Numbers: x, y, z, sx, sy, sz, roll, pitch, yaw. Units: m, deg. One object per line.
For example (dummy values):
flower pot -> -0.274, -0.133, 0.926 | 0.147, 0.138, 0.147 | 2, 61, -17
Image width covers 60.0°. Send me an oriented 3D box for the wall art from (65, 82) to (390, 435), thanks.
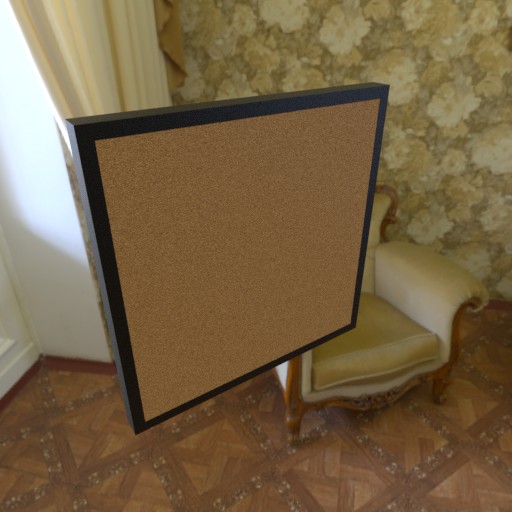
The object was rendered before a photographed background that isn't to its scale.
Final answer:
wall art -> 0.000, 0.000, 0.748 | 0.508, 0.508, 0.038 | -18, 34, -29
